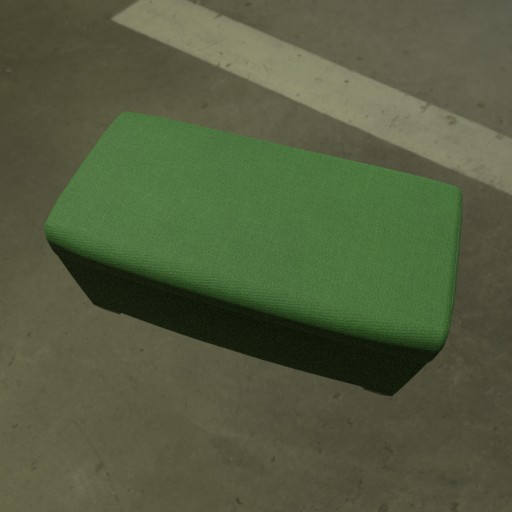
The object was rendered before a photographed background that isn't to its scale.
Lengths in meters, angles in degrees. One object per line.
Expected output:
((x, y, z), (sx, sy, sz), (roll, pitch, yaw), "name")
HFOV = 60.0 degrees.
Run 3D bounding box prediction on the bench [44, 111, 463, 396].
((0.000, 0.000, 1.297), (0.989, 0.501, 0.505), (15, 60, 9), "bench")
